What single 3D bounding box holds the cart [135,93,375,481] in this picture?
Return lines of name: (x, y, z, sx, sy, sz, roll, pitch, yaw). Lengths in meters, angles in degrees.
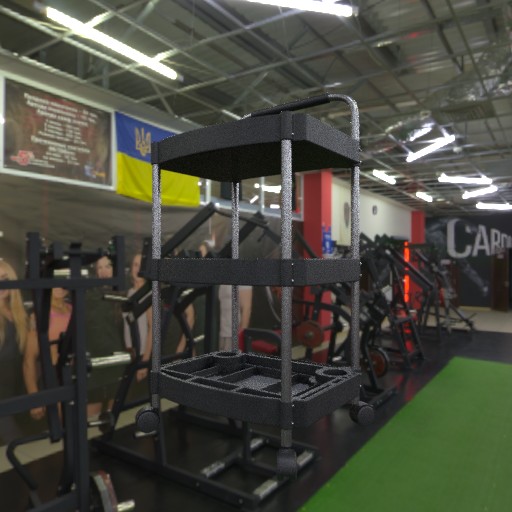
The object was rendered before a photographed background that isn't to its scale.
cart: (0.000, 0.000, 1.391, 0.584, 1.075, 0.518, 0, 0, 36)
